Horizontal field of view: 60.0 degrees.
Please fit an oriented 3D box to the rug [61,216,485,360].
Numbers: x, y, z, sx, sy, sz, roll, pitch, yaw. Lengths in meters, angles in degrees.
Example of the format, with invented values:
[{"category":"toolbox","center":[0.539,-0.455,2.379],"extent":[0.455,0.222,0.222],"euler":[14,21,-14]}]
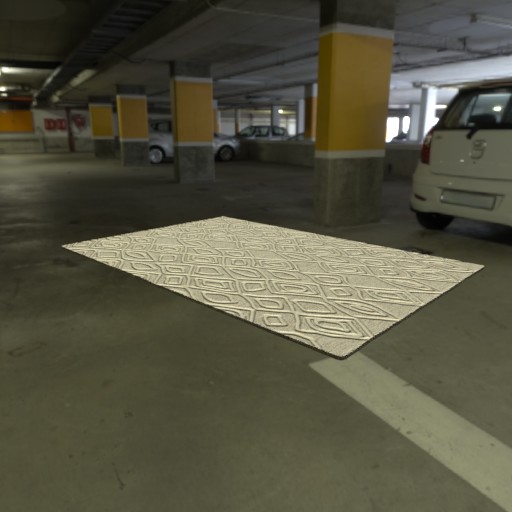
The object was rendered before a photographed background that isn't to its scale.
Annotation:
[{"category":"rug","center":[0.000,0.000,2.270],"extent":[1.832,0.016,1.224],"euler":[14,21,42]}]
